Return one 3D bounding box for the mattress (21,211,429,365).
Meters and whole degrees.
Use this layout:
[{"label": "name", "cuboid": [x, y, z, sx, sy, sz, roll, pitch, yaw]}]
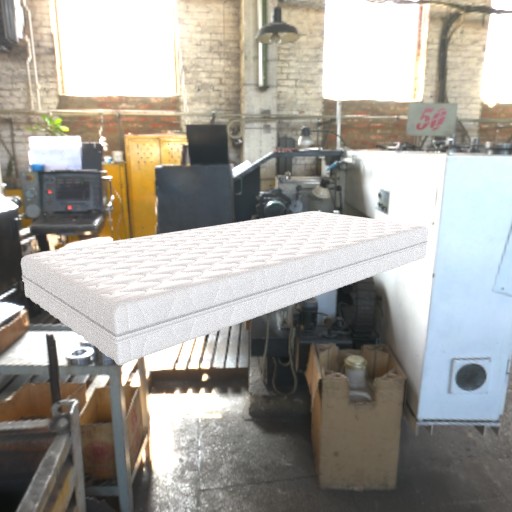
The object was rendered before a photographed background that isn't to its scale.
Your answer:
[{"label": "mattress", "cuboid": [0.000, 0.000, 2.303, 2.000, 0.200, 0.900, -13, 19, -42]}]
